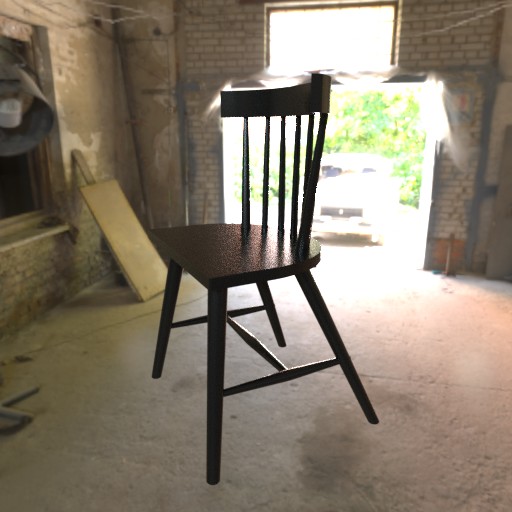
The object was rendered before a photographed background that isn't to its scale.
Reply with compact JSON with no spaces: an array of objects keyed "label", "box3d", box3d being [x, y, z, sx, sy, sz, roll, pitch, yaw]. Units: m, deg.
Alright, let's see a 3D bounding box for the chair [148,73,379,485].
[{"label":"chair","box3d":[0.000,0.000,1.158,0.483,0.844,0.506,-8,18,-26]}]
